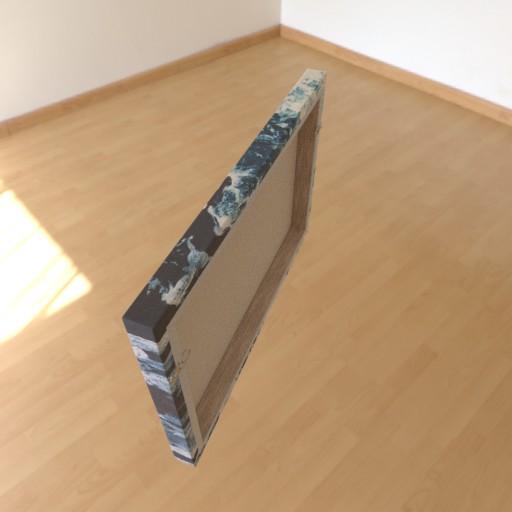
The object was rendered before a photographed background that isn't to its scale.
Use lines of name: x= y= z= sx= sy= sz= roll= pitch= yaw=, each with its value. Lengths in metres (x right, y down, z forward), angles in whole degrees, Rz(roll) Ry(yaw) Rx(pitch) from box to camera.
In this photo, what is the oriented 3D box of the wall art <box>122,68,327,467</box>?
wall art: x=0.000 y=0.000 z=0.777 sx=0.043 sy=0.407 sz=0.609 roll=17 pitch=49 yaw=15
